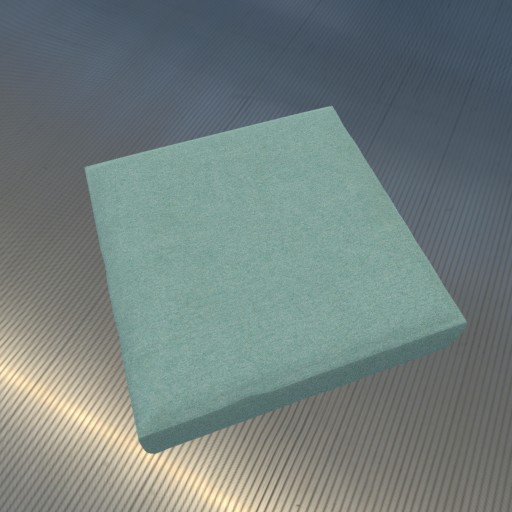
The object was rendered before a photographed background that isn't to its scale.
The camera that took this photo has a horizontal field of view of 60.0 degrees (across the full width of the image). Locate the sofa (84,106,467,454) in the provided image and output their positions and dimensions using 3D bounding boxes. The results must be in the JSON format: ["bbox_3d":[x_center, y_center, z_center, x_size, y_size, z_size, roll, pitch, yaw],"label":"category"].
[{"bbox_3d":[0.000,0.000,1.453,0.930,0.330,0.930,-17,61,-9],"label":"sofa"}]
